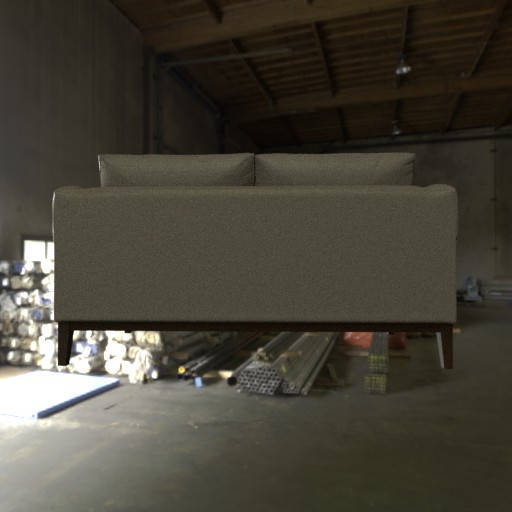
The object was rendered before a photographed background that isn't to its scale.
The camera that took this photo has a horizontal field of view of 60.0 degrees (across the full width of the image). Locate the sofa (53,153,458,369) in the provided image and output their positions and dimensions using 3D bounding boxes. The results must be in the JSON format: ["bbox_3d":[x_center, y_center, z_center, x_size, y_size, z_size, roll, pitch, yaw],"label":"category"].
[{"bbox_3d":[0.000,0.000,2.148,1.598,0.873,0.899,0,-1,2],"label":"sofa"}]
